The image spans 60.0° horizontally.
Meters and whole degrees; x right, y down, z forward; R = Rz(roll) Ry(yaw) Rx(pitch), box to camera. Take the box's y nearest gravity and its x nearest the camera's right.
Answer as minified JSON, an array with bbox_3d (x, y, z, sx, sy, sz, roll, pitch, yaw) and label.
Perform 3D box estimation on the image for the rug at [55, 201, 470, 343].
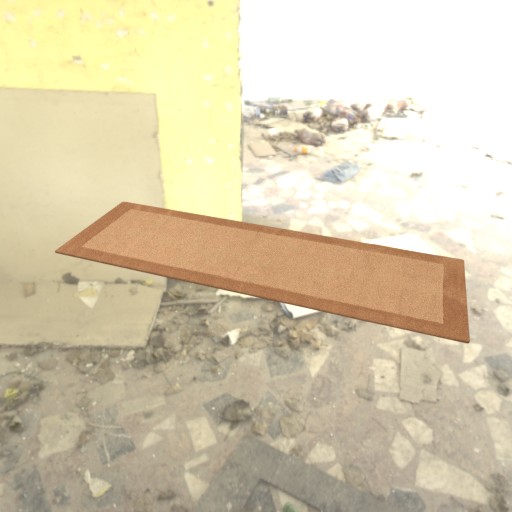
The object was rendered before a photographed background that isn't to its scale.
[{"bbox_3d":[0.000,0.000,2.761,2.439,0.017,0.764,11,34,16],"label":"rug"}]
